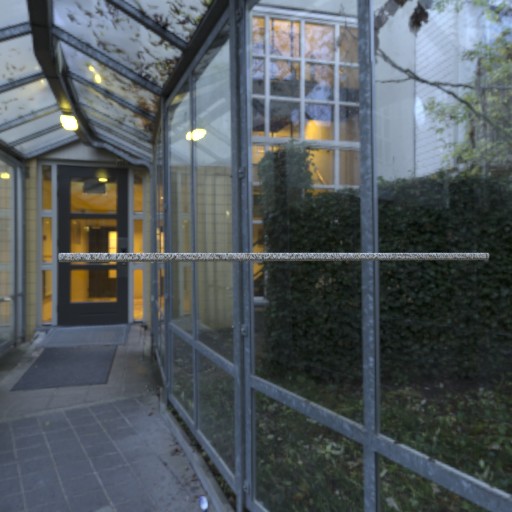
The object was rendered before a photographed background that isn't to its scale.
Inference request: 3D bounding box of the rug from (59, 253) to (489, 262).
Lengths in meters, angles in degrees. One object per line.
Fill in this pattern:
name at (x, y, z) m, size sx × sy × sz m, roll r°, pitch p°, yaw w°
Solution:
rug at (0.000, 0.000, 2.100) m, size 1.600 × 0.027 × 1.200 m, roll 0°, pitch 0°, yaw -18°
